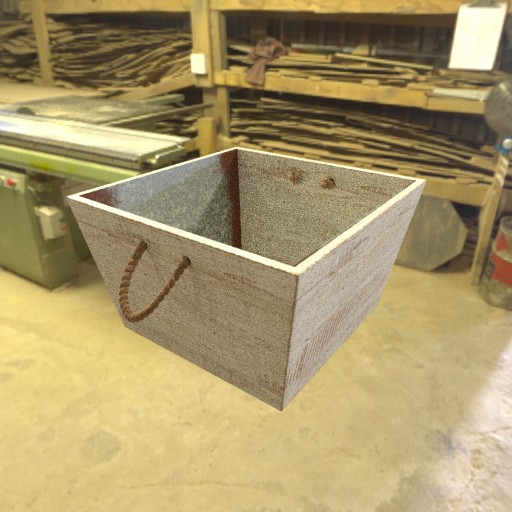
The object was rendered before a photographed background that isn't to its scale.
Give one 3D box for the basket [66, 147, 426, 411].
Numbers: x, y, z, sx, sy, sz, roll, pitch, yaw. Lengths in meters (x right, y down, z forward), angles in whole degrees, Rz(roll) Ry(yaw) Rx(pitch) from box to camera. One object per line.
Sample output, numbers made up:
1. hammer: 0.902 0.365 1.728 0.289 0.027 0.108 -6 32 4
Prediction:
1. basket: 0.000 0.000 0.765 0.413 0.247 0.545 18 32 32
